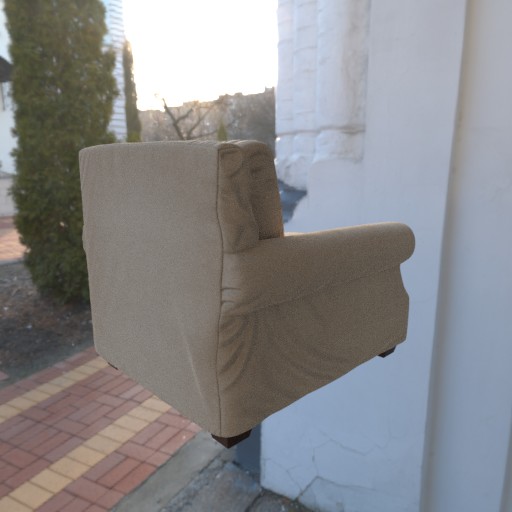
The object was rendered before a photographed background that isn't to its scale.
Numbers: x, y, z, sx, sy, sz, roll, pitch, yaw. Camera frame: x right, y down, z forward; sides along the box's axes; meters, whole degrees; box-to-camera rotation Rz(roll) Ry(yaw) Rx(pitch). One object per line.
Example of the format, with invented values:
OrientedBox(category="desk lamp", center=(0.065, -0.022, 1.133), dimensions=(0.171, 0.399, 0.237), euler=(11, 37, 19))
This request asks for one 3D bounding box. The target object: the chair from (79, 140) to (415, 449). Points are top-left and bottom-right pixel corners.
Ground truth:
OrientedBox(category="chair", center=(0.000, 0.000, 1.744), dimensions=(1.066, 0.866, 0.940), euler=(-12, 17, -43))
